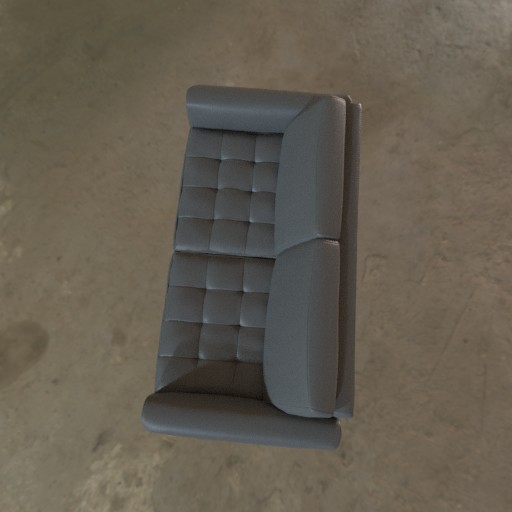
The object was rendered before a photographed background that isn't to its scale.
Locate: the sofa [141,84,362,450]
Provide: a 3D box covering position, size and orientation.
[{"bbox_3d":[0.000,0.000,2.743,1.121,0.930,2.177,5,76,1],"label":"sofa"}]
